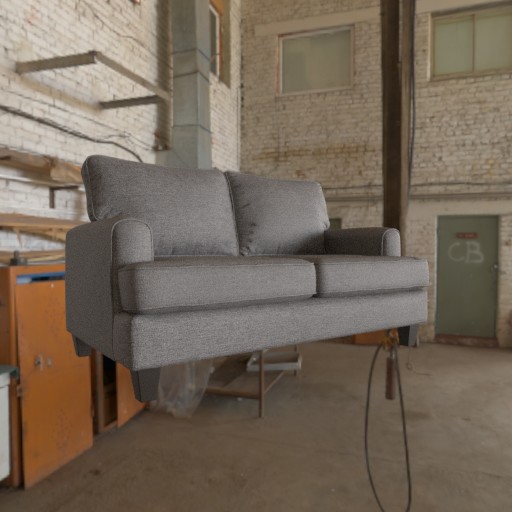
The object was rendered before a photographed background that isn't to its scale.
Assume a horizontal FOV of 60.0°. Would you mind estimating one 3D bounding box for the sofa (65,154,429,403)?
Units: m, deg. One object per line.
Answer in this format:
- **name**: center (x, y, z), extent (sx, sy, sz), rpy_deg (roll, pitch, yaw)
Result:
- **sofa**: center (0.000, 0.000, 2.251), extent (1.651, 0.965, 0.965), rpy_deg (-1, 1, -35)
